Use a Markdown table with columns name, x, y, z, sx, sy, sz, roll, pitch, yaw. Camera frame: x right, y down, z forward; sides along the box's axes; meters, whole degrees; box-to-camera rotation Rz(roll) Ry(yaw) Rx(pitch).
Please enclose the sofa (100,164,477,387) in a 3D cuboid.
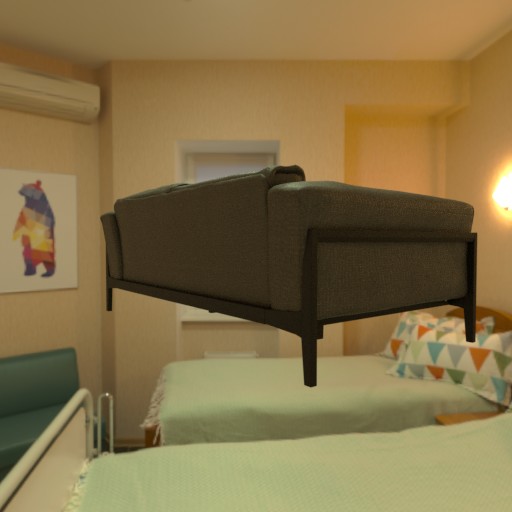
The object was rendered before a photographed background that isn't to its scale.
| name | x | y | z | sx | sy | sz | roll | pitch | yaw |
| --- | --- | --- | --- | --- | --- | --- | --- | --- | --- |
| sofa | 0.000 | 0.000 | 2.130 | 0.960 | 0.656 | 1.690 | -2 | 2 | -37 |
